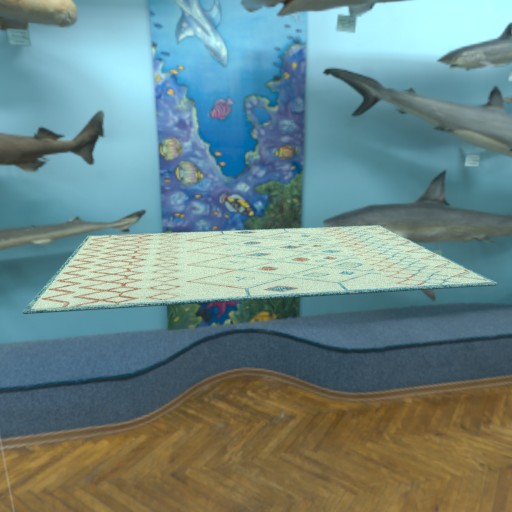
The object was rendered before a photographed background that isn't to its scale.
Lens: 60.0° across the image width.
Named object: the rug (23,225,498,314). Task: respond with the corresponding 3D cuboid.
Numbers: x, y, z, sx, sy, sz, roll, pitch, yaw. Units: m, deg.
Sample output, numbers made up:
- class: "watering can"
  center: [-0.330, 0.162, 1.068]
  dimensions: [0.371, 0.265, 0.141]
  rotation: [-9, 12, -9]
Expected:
- class: "rug"
  center: [0.000, 0.000, 2.959]
  dimensions: [2.438, 0.015, 1.524]
  rotation: [-3, 16, -9]
